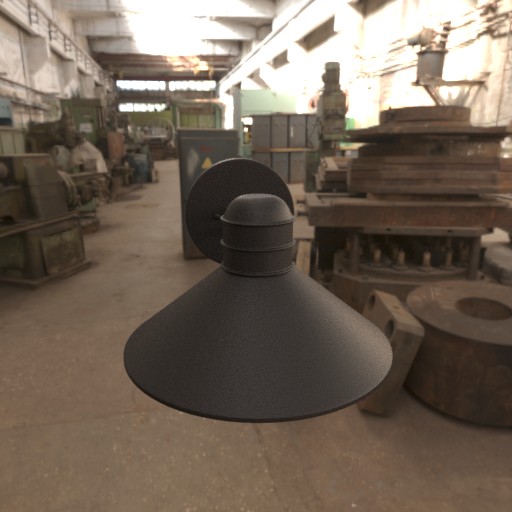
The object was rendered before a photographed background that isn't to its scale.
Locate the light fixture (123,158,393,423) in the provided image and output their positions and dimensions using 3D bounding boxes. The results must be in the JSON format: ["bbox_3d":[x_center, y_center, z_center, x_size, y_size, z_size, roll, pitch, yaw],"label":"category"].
[{"bbox_3d":[0.000,0.000,0.664,0.396,0.265,0.434,-2,16,-8],"label":"light fixture"}]
